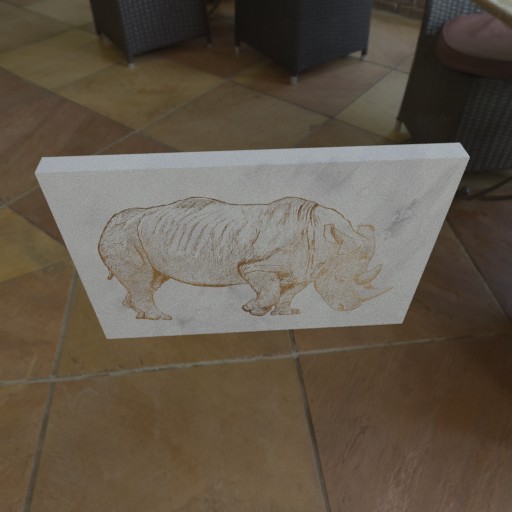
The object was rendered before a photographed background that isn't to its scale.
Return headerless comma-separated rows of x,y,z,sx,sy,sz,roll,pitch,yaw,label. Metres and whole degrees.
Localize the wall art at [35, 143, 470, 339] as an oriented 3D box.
0.000,0.000,0.779,0.609,0.407,0.038,-3,46,-2,wall art
